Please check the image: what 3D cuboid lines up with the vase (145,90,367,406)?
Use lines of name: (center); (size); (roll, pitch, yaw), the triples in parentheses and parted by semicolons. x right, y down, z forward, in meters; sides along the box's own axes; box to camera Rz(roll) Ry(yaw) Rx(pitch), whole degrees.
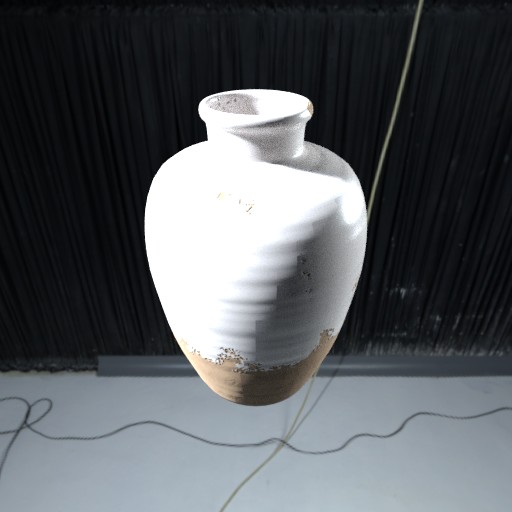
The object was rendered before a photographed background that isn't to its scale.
vase: (0.000, 0.000, 0.337); (0.158, 0.228, 0.158); (0, 32, 0)
